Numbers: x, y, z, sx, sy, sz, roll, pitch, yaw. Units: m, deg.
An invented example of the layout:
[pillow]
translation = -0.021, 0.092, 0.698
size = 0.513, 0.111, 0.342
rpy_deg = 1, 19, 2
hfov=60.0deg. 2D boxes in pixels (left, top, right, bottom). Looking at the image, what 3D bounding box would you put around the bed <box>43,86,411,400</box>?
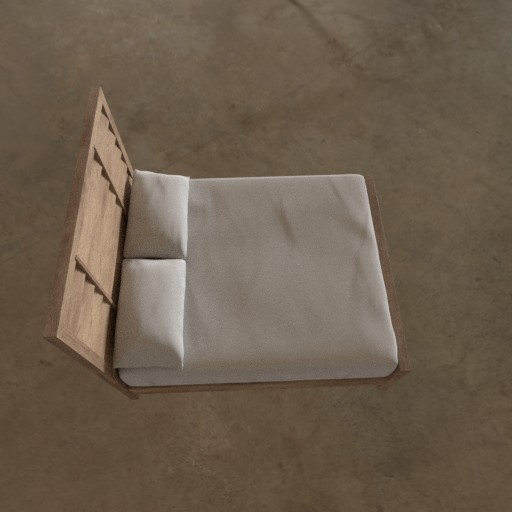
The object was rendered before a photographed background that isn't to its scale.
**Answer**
[bed]
translation = 0.000, 0.000, 3.134
size = 2.017, 1.631, 1.615
rpy_deg = -2, 63, -1
